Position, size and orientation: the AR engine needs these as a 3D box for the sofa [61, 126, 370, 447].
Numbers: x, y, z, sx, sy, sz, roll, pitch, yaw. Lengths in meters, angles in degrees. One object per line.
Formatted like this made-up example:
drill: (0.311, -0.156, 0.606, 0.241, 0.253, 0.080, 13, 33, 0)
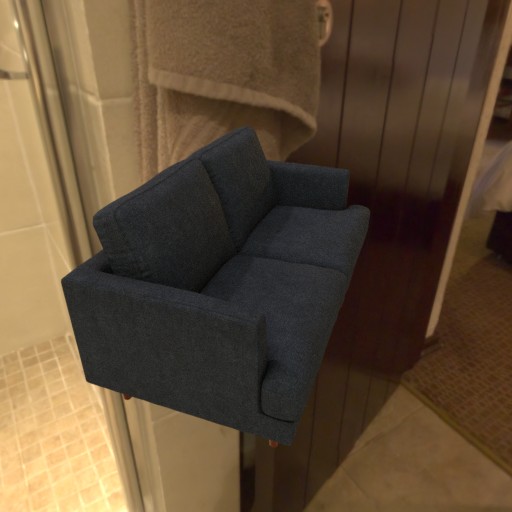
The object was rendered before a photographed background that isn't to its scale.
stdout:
sofa: (0.000, 0.000, 2.154, 0.903, 0.944, 1.582, 10, 31, 18)
